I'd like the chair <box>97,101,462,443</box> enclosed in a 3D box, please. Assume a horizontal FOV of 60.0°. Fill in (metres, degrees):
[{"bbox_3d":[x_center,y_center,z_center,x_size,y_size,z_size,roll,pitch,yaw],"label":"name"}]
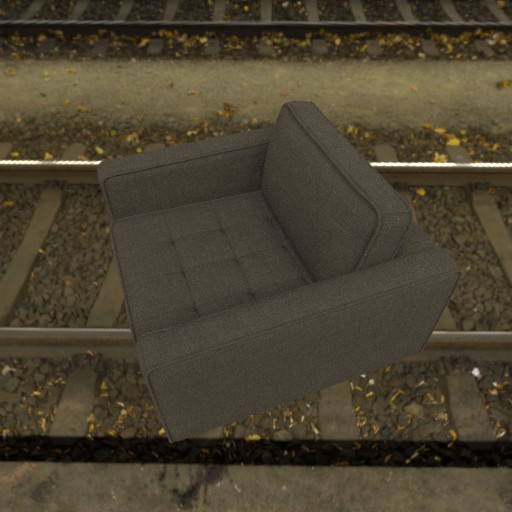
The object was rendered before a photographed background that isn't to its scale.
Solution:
[{"bbox_3d":[0.000,0.000,1.542,0.919,0.770,0.899,-15,49,-14],"label":"chair"}]
